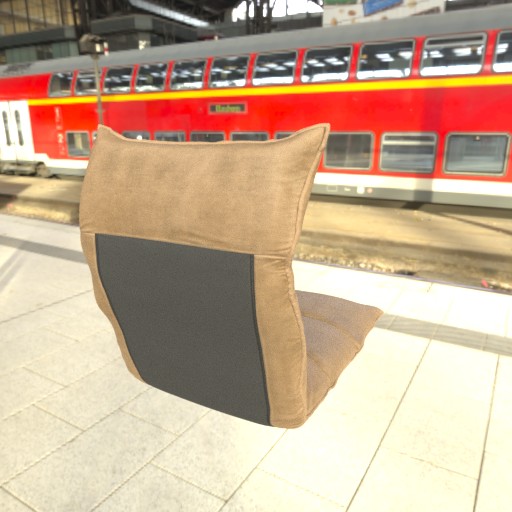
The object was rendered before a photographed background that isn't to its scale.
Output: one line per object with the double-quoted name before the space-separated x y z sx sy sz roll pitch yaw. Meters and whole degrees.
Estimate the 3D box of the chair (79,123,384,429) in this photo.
"chair" 0.000 0.000 1.564 0.714 0.892 0.985 9 19 28
